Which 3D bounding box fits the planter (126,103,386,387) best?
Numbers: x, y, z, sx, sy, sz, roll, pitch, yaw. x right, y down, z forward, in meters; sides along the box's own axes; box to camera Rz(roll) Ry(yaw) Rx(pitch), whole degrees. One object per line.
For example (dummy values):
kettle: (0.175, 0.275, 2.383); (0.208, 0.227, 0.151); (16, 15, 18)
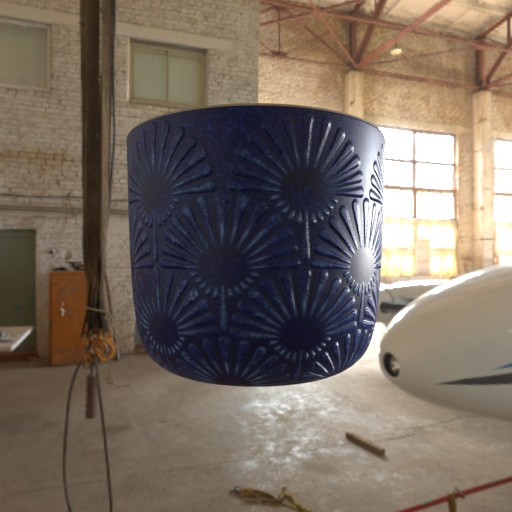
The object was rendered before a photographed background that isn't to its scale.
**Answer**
planter: (0.000, 0.000, 0.220); (0.124, 0.109, 0.124); (0, -1, 0)
